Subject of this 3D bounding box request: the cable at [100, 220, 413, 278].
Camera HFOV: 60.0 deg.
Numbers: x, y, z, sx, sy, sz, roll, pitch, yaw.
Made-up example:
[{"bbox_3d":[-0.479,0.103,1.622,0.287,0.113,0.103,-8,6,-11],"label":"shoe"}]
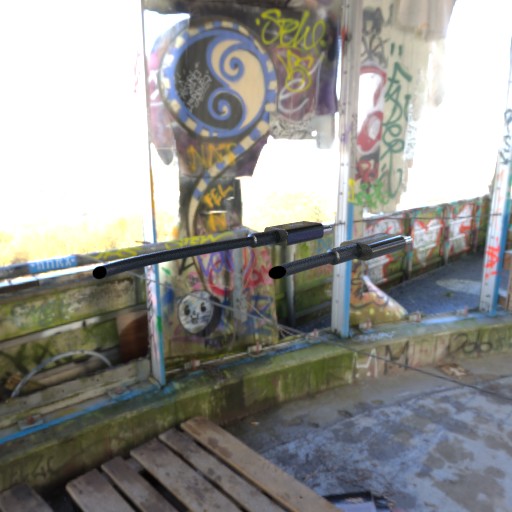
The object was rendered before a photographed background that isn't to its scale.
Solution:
[{"bbox_3d":[0.000,0.000,0.116,0.098,0.006,0.040,-13,18,-43],"label":"cable"}]
